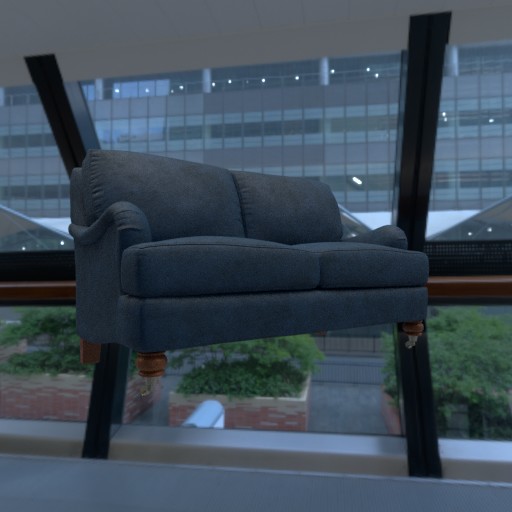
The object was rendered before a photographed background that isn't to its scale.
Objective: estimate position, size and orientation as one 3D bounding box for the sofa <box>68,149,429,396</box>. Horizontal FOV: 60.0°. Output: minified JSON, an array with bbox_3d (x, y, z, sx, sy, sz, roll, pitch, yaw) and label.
[{"bbox_3d":[0.000,0.000,2.513,1.853,1.101,1.084,1,-2,-36],"label":"sofa"}]
